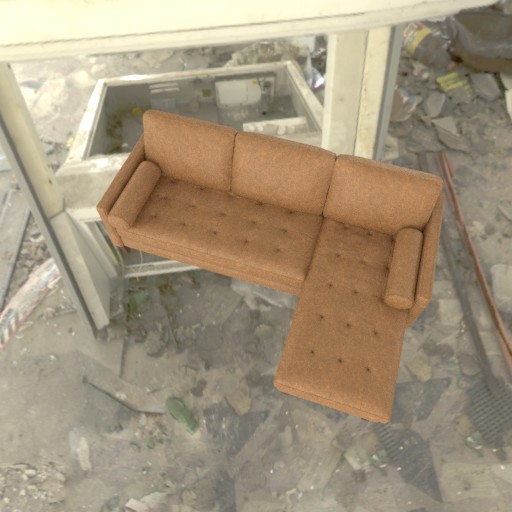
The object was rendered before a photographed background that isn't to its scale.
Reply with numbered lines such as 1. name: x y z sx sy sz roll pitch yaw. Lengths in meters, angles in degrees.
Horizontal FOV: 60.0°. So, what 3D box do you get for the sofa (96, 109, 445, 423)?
1. sofa: 0.000 0.000 2.897 2.178 0.876 1.506 16 60 9
